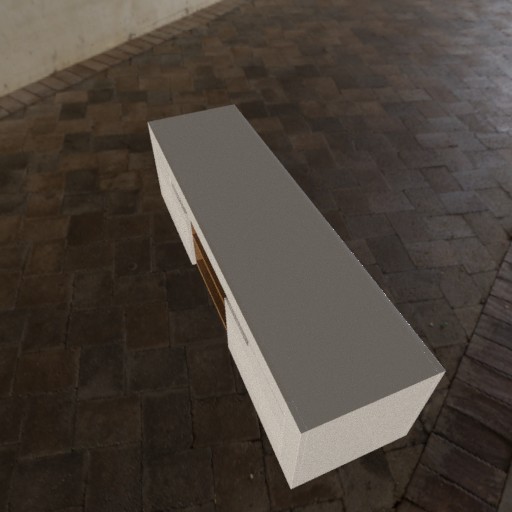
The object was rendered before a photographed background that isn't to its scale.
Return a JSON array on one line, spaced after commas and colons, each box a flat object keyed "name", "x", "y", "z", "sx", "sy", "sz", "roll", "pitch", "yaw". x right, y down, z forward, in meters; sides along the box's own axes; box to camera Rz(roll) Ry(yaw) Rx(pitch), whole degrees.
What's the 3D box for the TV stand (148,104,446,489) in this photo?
[{"name": "TV stand", "x": 0.000, "y": 0.000, "z": 1.702, "sx": 0.410, "sy": 0.440, "sz": 1.500, "roll": -17, "pitch": 49, "yaw": -16}]
